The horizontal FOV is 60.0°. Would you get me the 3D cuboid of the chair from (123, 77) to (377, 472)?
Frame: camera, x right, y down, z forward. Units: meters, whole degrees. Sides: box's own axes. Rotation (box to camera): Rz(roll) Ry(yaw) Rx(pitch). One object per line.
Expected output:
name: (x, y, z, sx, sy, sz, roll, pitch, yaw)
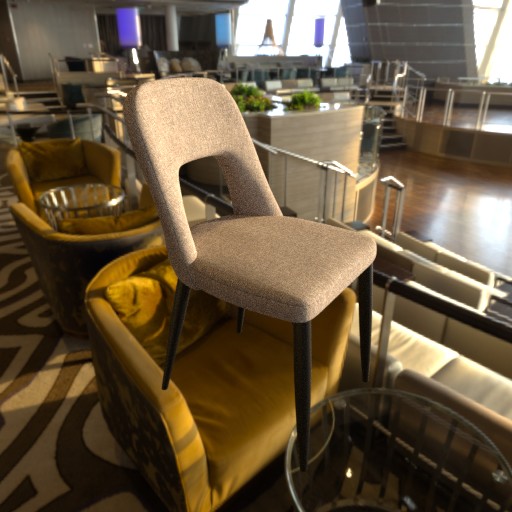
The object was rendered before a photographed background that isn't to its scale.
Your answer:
chair: (0.000, 0.000, 1.272, 0.612, 0.931, 0.470, 17, 30, 31)
